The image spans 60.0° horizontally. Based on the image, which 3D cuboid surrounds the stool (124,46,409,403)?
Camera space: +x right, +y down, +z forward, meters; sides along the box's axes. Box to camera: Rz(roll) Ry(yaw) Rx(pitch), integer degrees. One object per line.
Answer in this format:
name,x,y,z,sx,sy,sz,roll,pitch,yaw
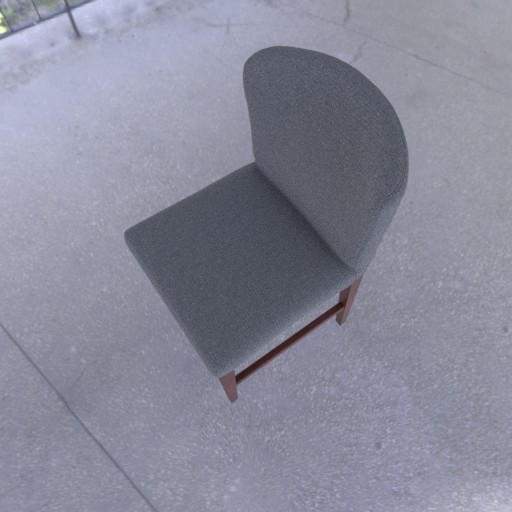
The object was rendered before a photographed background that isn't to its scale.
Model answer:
stool,0.000,0.000,1.253,0.568,0.968,0.479,-32,67,-15
